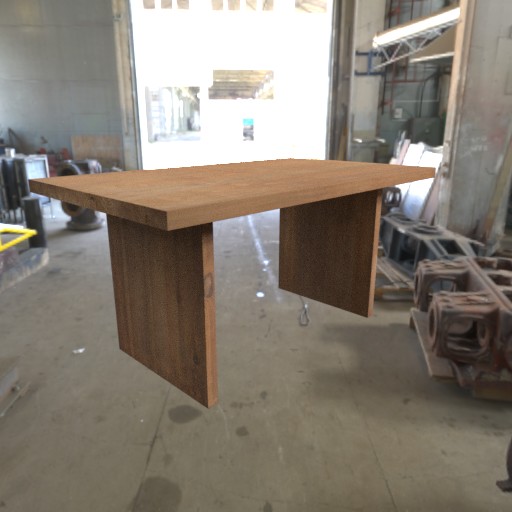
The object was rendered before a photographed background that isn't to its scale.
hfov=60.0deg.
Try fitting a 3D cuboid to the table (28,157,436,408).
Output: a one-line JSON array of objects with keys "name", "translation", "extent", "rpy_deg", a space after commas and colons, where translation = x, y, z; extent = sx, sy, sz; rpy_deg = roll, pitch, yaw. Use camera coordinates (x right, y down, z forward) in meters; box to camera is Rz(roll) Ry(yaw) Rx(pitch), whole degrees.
[{"name": "table", "translation": [0.000, 0.000, 2.096], "extent": [0.946, 0.780, 1.609], "rpy_deg": [16, 23, 42]}]
